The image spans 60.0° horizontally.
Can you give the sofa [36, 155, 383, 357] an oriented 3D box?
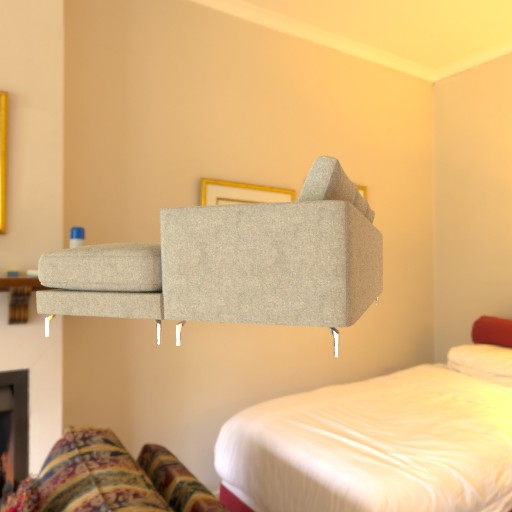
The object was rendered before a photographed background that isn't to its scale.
[{"bbox_3d":[0.000,0.000,3.162,1.626,0.864,2.438,0,-1,19],"label":"sofa"}]
